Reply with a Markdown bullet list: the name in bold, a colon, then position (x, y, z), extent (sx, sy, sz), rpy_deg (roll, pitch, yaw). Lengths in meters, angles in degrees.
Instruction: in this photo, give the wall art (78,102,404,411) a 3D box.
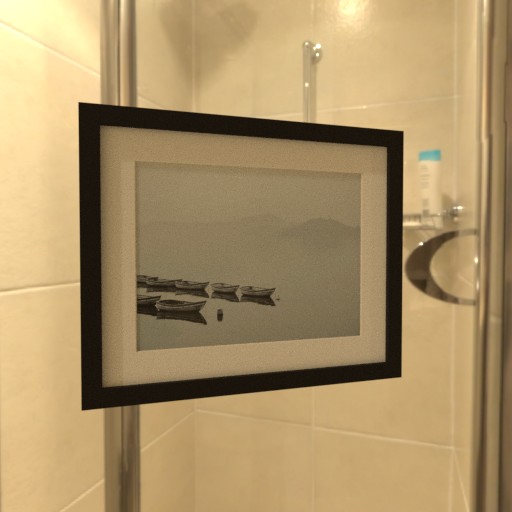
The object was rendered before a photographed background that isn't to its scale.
- **wall art**: position (0.000, 0.000, 0.539), extent (0.397, 0.325, 0.028), rpy_deg (0, 2, -17)
